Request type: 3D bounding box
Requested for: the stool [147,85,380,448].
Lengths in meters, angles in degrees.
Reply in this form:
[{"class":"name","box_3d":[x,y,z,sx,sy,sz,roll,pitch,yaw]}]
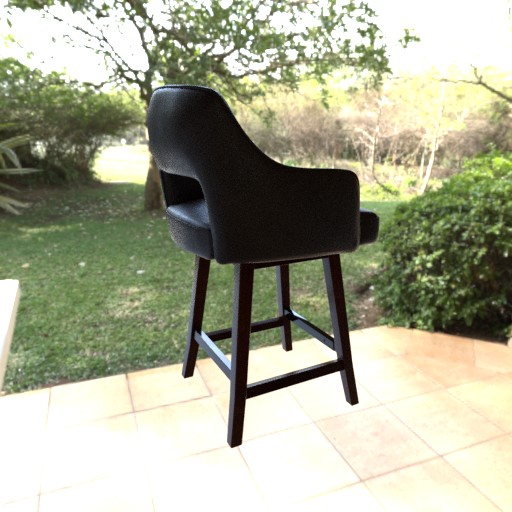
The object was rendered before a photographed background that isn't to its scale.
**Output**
[{"class":"stool","box_3d":[0.000,0.000,1.334,0.560,0.936,0.550,-8,18,-26]}]
